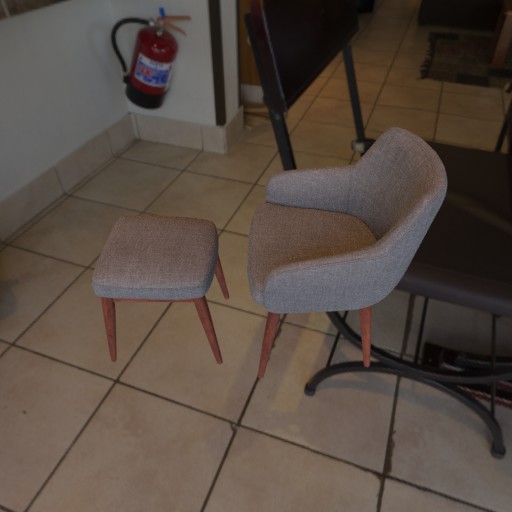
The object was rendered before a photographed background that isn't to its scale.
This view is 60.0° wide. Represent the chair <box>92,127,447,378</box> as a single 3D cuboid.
[{"bbox_3d":[0.000,0.000,1.579,1.107,0.799,0.584,1,40,1],"label":"chair"}]
